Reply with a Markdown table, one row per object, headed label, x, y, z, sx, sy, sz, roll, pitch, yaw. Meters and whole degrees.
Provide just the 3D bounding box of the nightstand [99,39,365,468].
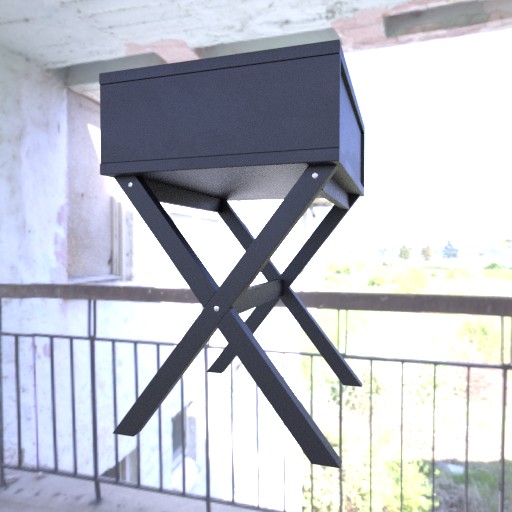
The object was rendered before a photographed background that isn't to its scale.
| label | x | y | z | sx | sy | sz | roll | pitch | yaw |
| --- | --- | --- | --- | --- | --- | --- | --- | --- | --- |
| nightstand | 0.000 | 0.000 | 0.919 | 0.402 | 0.623 | 0.479 | 0 | 1 | 18 |
